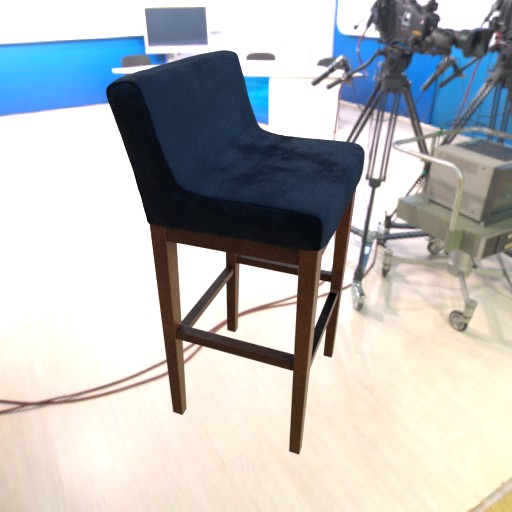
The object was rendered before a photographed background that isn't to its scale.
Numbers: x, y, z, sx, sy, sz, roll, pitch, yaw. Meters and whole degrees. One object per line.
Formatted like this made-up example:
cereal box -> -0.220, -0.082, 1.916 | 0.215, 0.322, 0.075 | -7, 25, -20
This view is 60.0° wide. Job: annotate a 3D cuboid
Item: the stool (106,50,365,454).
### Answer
stool -> 0.000, 0.000, 1.295 | 0.500, 1.037, 0.511 | 11, 34, 18
